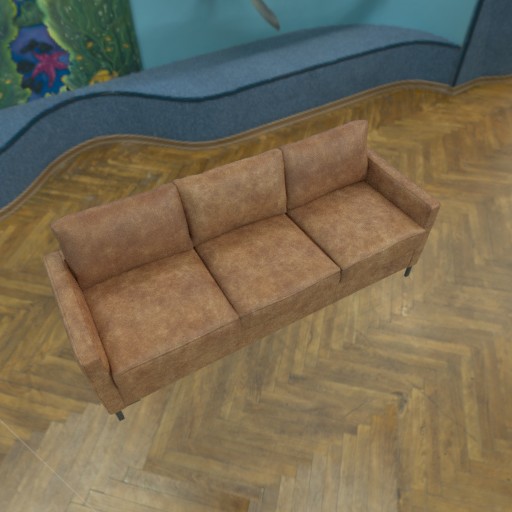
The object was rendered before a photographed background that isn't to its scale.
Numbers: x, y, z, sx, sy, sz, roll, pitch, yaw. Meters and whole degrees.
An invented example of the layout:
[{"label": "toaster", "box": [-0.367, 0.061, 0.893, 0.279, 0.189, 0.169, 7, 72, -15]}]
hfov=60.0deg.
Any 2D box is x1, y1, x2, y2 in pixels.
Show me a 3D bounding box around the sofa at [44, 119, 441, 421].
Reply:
[{"label": "sofa", "box": [0.000, 0.000, 2.433, 2.029, 0.863, 0.748, -23, 51, -20]}]
